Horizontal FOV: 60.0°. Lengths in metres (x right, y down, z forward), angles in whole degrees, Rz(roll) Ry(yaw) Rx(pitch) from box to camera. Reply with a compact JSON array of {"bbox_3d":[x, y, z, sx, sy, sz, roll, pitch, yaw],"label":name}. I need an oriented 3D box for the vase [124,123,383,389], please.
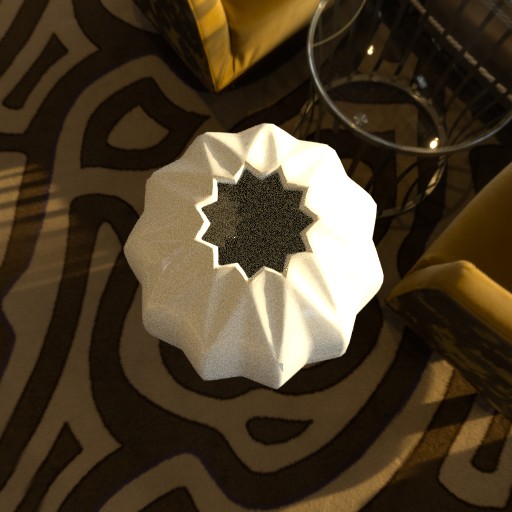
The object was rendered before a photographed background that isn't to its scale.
[{"bbox_3d":[0.000,0.000,0.241,0.139,0.134,0.139,0,77,0],"label":"vase"}]
